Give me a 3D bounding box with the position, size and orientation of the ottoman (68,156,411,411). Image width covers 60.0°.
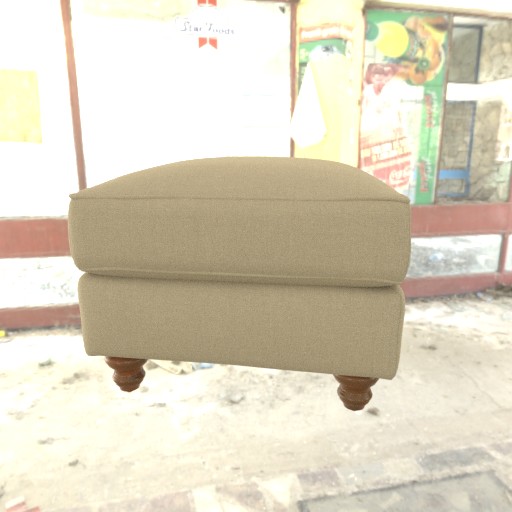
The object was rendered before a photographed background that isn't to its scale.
[{"bbox_3d":[0.000,0.000,1.150,0.662,0.505,0.716,2,13,8],"label":"ottoman"}]
